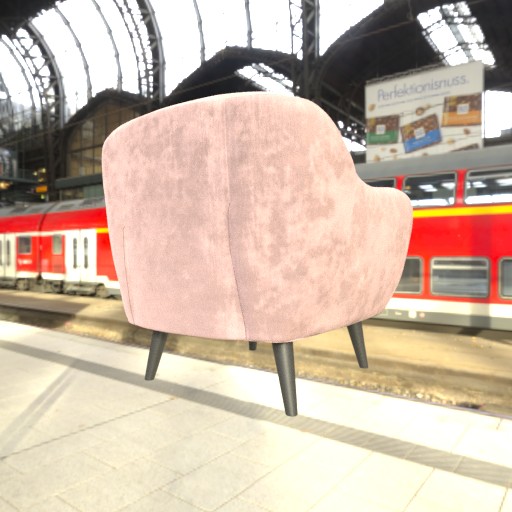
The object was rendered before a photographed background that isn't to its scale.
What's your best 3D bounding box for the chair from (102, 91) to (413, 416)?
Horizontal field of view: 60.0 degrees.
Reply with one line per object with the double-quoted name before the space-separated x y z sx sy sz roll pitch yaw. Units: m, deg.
"chair" 0.000 0.000 1.497 0.840 0.820 0.820 0 1 35
